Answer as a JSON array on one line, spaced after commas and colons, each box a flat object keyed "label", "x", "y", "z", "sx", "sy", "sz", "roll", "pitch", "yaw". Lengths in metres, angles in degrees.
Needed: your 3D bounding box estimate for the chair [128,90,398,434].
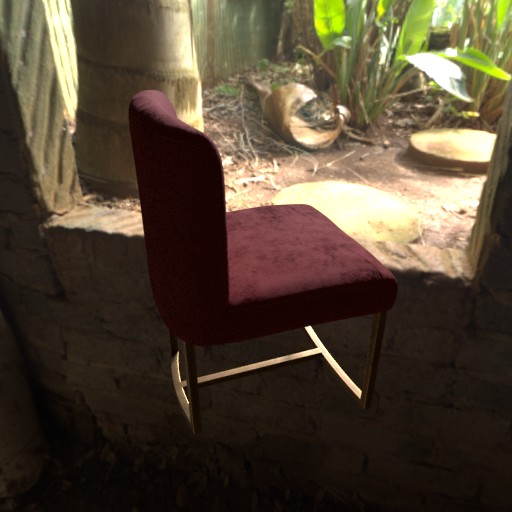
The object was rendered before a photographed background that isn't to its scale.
[{"label": "chair", "x": 0.000, "y": 0.000, "z": 1.187, "sx": 0.560, "sy": 0.824, "sz": 0.530, "roll": -10, "pitch": 30, "yaw": -17}]
